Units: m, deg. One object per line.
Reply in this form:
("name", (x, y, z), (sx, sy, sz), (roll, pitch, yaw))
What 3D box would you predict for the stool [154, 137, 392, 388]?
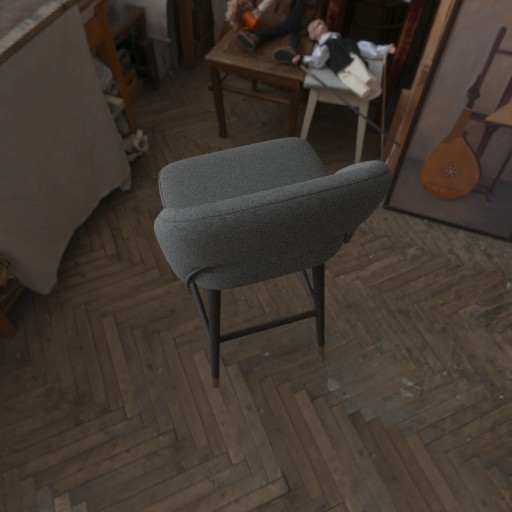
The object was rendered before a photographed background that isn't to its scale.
("stool", (0.000, 0.000, 1.369), (0.536, 1.089, 0.524), (-15, 58, -9))
